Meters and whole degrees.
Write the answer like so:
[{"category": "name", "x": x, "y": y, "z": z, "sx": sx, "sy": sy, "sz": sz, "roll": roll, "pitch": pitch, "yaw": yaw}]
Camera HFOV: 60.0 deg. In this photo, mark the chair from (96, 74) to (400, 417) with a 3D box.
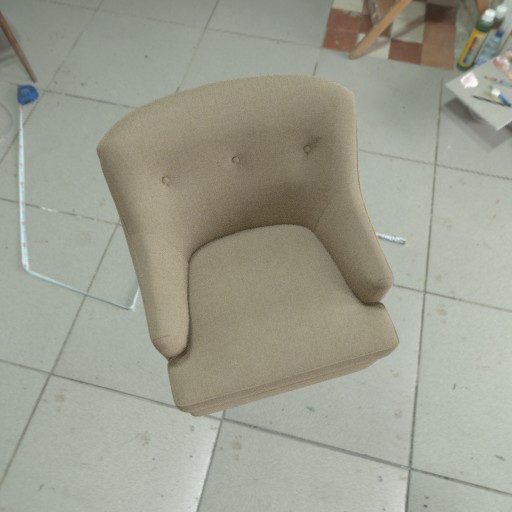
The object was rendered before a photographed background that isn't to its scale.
[{"category": "chair", "x": 0.000, "y": 0.000, "z": 1.622, "sx": 0.864, "sy": 0.856, "sz": 0.923, "roll": -14, "pitch": 64, "yaw": -7}]
